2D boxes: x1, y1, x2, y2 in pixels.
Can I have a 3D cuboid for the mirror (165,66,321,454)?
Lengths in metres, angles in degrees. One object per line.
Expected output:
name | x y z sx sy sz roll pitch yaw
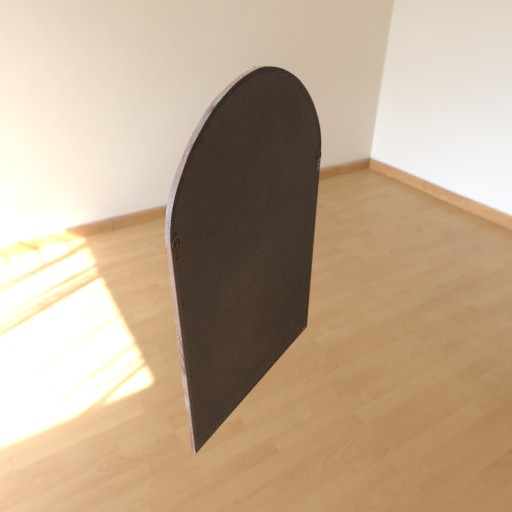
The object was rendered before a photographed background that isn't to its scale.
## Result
mirror | 0.000 0.000 1.149 0.032 0.915 0.609 20 38 28
